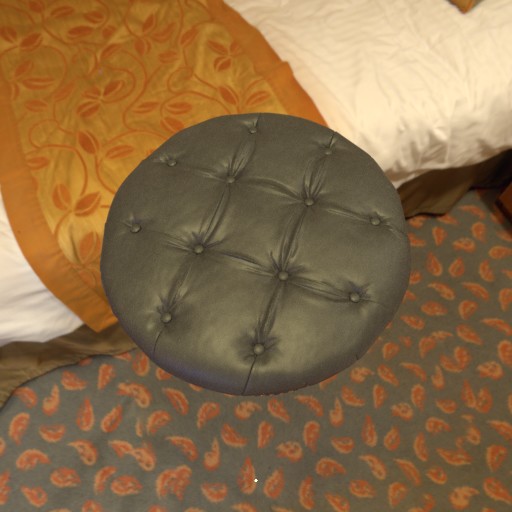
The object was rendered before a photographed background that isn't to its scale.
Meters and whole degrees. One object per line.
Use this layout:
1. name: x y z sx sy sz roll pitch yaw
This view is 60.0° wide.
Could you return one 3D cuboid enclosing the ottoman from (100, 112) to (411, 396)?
1. ottoman: 0.000 0.000 1.404 0.901 0.439 0.901 0 63 0
